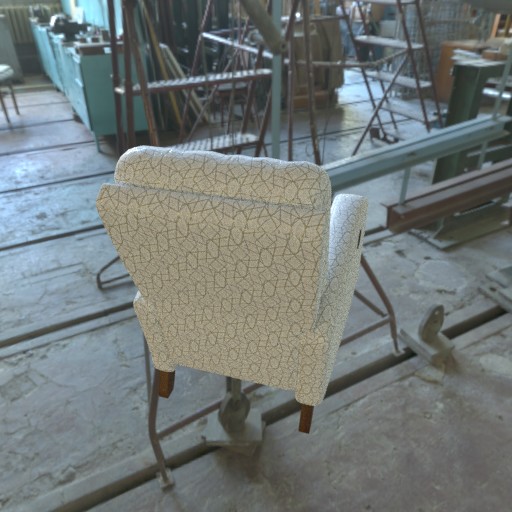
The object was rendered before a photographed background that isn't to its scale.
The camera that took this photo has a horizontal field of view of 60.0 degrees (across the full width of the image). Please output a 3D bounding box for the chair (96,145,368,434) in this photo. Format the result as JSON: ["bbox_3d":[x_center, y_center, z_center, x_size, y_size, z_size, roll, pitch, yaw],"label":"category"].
[{"bbox_3d":[0.000,0.000,1.769,0.796,1.064,0.995,9,34,14],"label":"chair"}]
